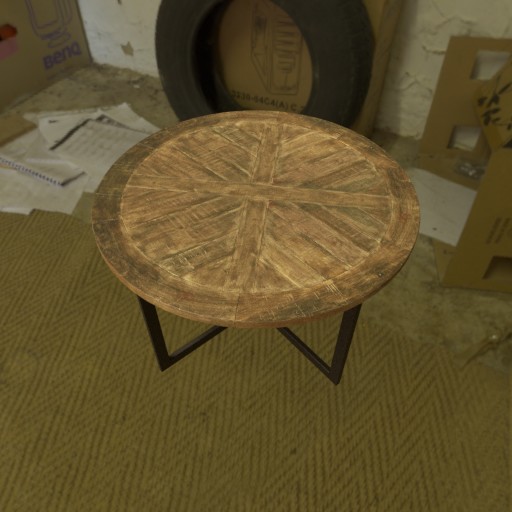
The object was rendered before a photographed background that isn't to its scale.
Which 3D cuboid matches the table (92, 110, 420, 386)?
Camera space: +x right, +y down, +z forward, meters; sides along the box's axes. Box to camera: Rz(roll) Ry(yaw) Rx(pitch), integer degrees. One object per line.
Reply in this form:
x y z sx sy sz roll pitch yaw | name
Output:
0.000 0.000 2.033 1.264 0.762 1.264 0 47 0 | table
